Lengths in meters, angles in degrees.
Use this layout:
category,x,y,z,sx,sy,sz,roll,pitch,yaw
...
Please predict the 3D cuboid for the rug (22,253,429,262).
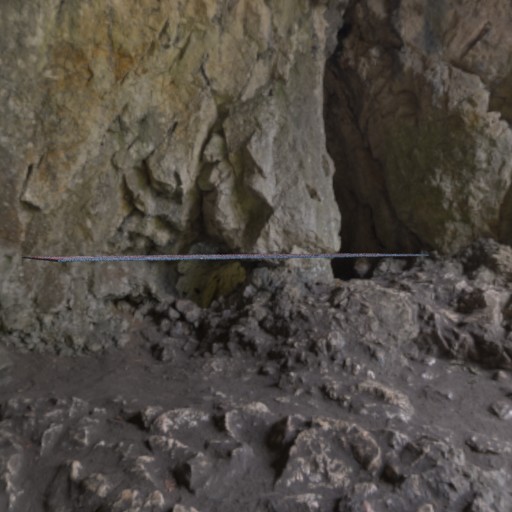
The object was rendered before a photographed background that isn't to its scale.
category,x,y,z,sx,sy,sz,roll,pitch,yaw
rug,0.000,0.000,2.712,2.459,0.010,0.801,-1,1,-36
